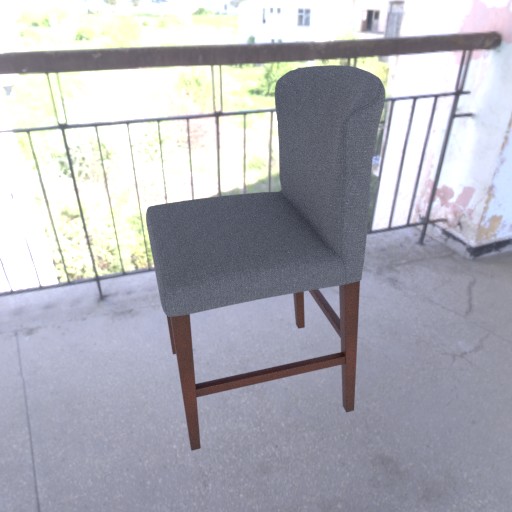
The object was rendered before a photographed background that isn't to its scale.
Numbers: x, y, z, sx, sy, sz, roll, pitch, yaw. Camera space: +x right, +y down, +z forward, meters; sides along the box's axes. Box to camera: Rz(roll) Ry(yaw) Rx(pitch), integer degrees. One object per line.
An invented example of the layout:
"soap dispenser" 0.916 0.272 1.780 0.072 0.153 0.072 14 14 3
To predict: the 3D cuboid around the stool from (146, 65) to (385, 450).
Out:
"stool" 0.000 0.000 1.259 0.568 0.968 0.479 -9 32 -14
